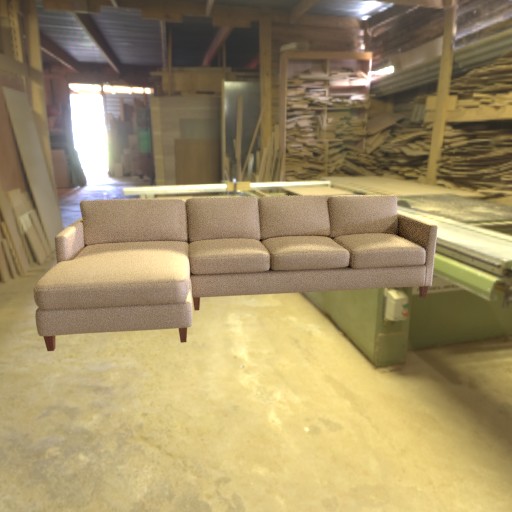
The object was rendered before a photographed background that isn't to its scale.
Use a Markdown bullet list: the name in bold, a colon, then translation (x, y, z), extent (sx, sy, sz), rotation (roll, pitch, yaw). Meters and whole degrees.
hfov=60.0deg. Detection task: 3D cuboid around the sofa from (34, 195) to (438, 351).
- **sofa**: translation (0.000, 0.000, 3.771), extent (3.201, 0.876, 1.502), rotation (-2, 15, -8)
